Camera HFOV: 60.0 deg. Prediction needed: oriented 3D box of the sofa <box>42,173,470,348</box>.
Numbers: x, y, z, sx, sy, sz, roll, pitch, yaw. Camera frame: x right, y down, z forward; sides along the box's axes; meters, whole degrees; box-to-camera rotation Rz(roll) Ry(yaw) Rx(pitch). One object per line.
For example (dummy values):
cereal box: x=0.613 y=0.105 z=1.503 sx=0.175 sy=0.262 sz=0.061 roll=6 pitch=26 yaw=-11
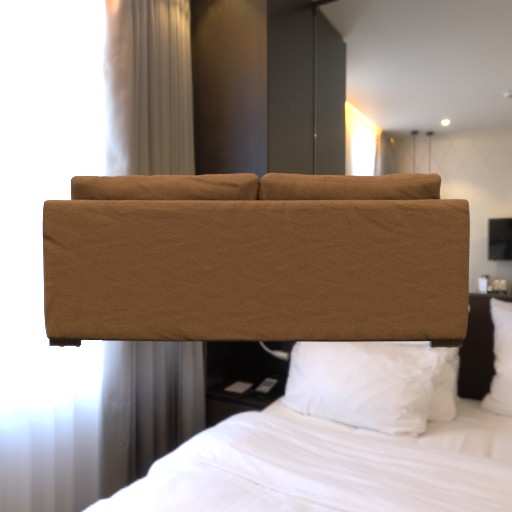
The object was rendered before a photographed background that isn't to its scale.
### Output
sofa: x=0.000 y=0.000 z=2.876 sx=2.274 sy=0.950 sz=1.140 roll=0 pitch=1 yaw=1
